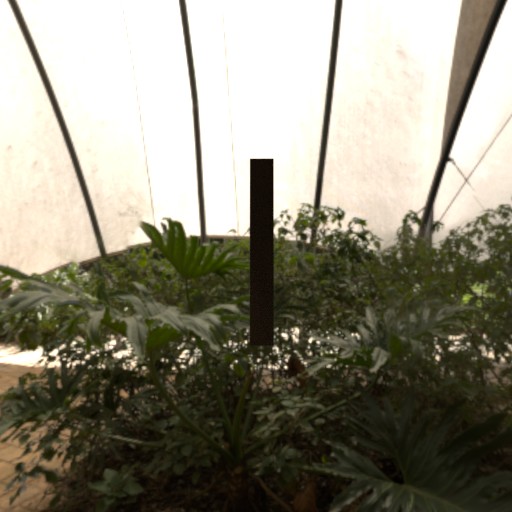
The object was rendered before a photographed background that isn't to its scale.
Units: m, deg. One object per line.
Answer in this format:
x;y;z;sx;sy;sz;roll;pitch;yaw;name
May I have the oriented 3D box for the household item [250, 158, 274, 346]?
0.000;0.000;1.057;0.030;0.236;1.001;0;-1;-1;household item
